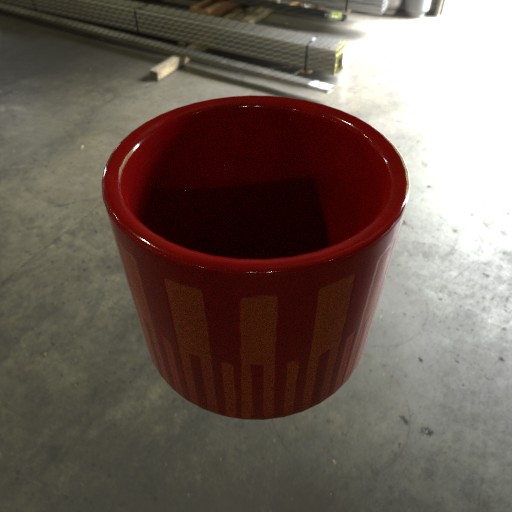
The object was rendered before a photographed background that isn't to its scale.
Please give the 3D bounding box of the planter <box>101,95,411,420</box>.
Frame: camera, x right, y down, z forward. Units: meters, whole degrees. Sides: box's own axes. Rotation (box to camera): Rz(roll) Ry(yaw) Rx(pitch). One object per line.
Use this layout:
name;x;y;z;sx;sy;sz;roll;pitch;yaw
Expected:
planter;0.000;0.000;0.406;0.230;0.202;0.230;0;45;0
